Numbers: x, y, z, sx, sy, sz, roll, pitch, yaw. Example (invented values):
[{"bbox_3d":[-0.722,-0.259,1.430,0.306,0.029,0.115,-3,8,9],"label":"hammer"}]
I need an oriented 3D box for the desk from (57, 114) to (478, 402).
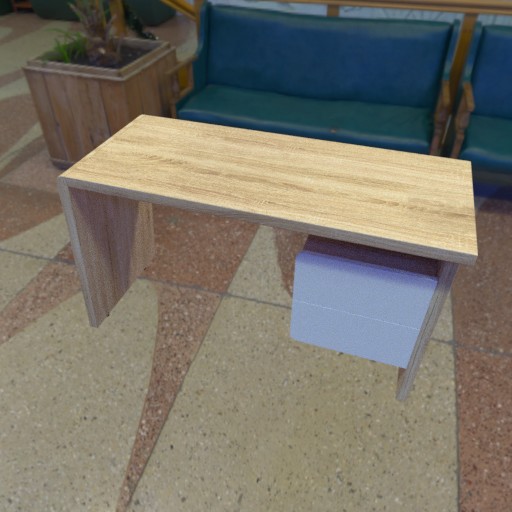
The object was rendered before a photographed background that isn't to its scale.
[{"bbox_3d":[0.000,0.000,1.651,1.300,0.750,0.500,12,42,14],"label":"desk"}]
